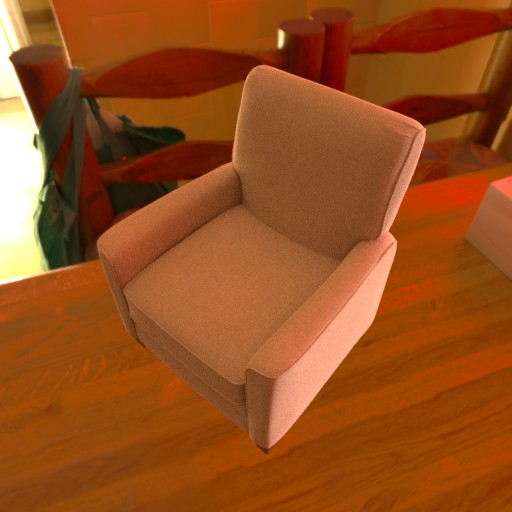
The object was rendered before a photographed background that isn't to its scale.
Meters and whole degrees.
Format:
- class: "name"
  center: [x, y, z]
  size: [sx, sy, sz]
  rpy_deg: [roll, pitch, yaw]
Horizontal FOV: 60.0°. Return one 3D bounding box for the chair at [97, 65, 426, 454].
- class: "chair"
  center: [0.000, 0.000, 1.636]
  size: [0.845, 1.023, 0.859]
  rpy_deg: [32, 54, 26]
